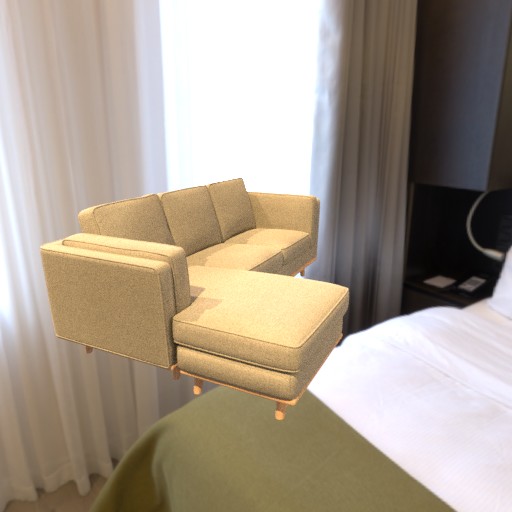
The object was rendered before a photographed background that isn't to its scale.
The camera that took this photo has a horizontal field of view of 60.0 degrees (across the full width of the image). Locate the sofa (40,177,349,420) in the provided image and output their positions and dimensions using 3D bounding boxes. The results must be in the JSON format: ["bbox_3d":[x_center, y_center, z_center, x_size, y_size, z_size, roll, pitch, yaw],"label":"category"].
[{"bbox_3d":[0.000,0.000,3.251,1.604,0.929,2.411,8,18,25],"label":"sofa"}]
